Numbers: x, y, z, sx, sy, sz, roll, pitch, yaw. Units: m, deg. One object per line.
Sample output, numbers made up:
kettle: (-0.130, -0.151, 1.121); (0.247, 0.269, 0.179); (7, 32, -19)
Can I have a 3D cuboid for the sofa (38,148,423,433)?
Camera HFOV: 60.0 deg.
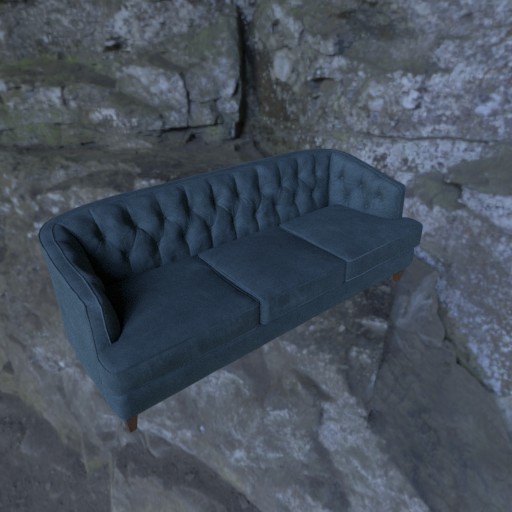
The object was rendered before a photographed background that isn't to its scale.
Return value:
sofa: (0.000, 0.000, 2.742); (2.278, 0.855, 0.941); (-22, 36, -33)
